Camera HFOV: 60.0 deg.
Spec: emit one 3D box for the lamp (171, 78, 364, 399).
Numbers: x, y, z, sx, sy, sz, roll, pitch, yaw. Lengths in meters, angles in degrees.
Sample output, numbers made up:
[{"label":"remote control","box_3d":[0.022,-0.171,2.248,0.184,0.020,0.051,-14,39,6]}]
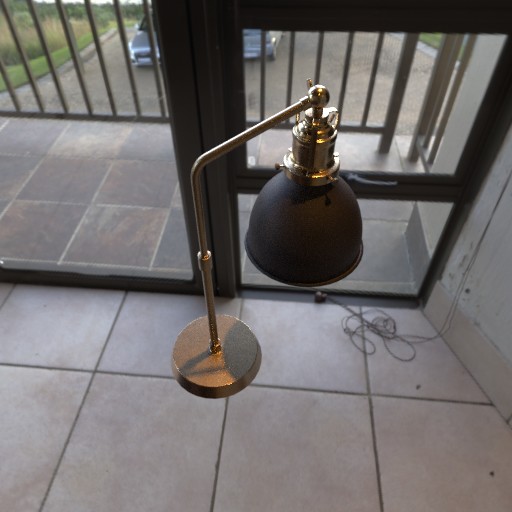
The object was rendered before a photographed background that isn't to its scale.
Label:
[{"label":"lamp","box_3d":[0.000,0.000,0.596,0.291,0.456,0.160,-10,47,-9]}]
